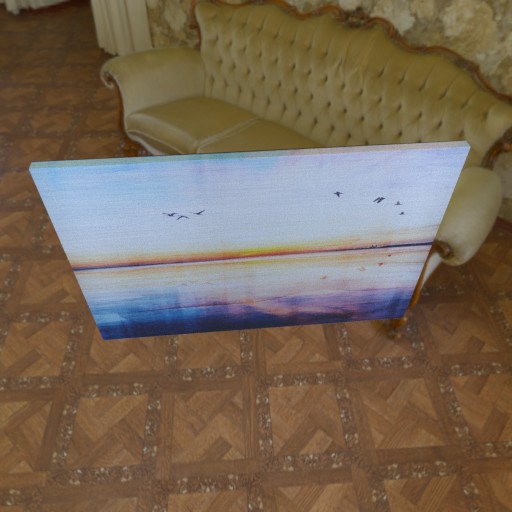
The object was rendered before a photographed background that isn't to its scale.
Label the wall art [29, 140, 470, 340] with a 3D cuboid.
[{"bbox_3d":[0.000,0.000,1.417,1.137,0.756,0.034,-4,46,-4],"label":"wall art"}]
